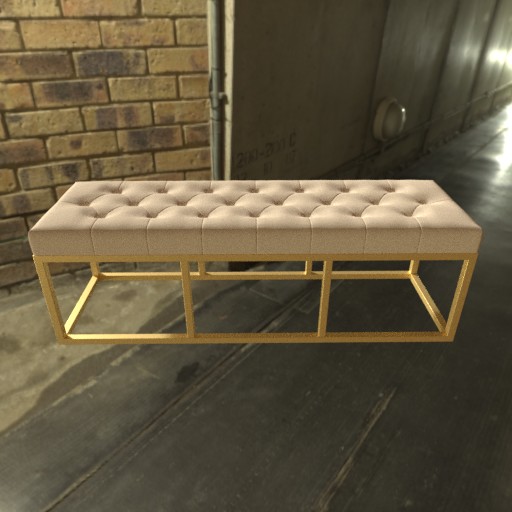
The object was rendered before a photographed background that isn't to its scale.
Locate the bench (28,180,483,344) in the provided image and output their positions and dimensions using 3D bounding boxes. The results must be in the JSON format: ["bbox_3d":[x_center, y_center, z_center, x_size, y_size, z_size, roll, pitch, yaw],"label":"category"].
[{"bbox_3d":[0.000,0.000,1.724,1.473,0.484,0.457,0,30,-1],"label":"bench"}]
